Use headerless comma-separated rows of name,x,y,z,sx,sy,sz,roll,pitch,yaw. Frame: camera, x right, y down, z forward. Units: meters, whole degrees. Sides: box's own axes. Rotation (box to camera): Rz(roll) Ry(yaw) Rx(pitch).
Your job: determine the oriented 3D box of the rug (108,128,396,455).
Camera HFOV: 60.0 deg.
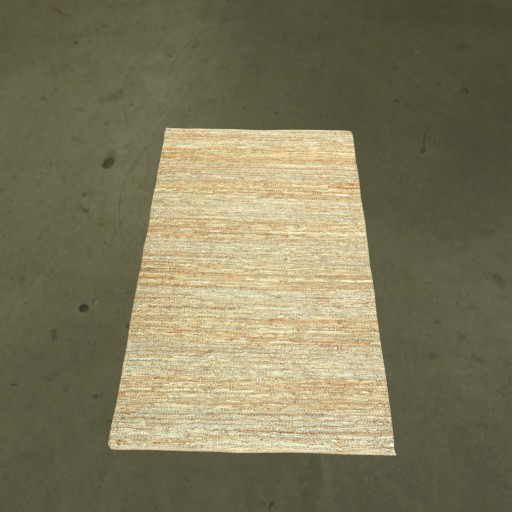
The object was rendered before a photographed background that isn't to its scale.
rug,0.000,0.000,2.980,1.529,0.009,2.446,1,58,1
